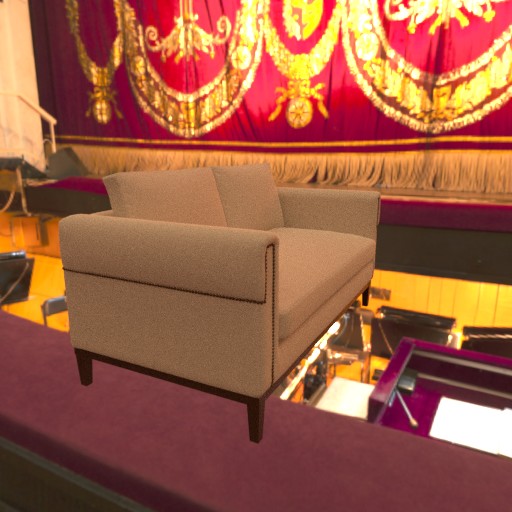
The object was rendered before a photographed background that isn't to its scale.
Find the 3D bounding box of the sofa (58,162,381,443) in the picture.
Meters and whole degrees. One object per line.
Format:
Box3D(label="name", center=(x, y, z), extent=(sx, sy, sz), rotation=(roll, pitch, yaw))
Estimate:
Box3D(label="sofa", center=(0.000, 0.000, 2.211), extent=(0.905, 0.873, 1.598), rotation=(7, 15, 27))
